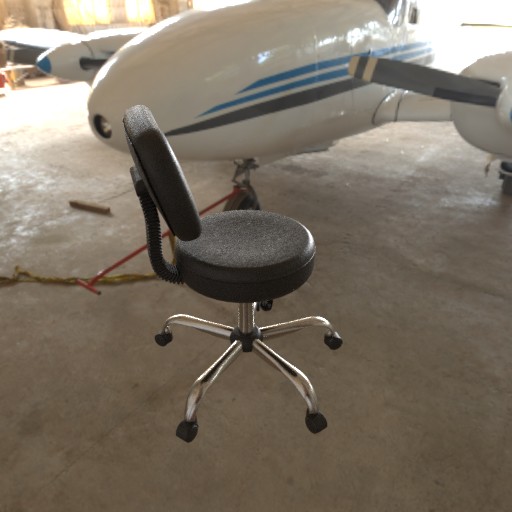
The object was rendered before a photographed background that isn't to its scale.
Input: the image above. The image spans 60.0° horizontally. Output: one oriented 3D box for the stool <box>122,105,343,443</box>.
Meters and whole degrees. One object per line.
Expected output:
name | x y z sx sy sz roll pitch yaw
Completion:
stool | 0.000 0.000 1.313 0.648 0.862 0.673 -9 31 -16
